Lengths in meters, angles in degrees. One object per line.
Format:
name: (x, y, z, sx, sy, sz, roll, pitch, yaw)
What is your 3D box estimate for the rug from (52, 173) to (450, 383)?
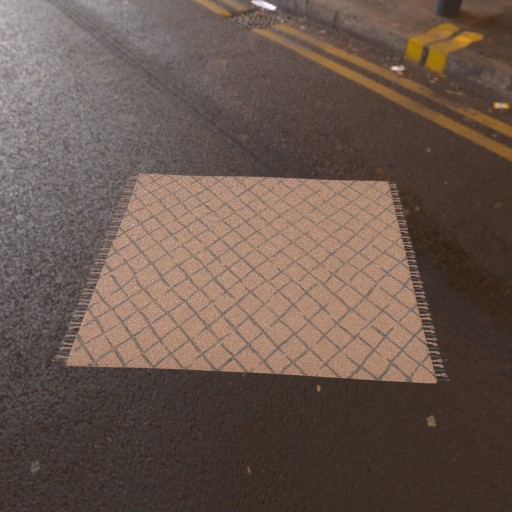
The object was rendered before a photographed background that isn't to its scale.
rug: (0.000, 0.000, 4.948, 3.585, 0.036, 2.892, 2, 47, 2)
